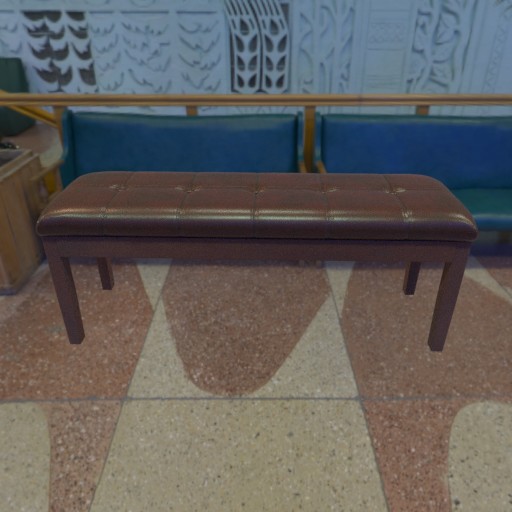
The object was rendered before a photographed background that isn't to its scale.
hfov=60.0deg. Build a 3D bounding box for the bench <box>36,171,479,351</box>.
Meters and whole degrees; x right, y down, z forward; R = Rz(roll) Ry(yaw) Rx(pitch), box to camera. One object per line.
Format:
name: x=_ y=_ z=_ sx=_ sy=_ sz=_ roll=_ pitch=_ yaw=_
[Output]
bench: x=0.000 y=0.000 z=1.500 sx=1.259 sy=0.491 sz=0.401 roll=1 pitch=29 yaw=1
